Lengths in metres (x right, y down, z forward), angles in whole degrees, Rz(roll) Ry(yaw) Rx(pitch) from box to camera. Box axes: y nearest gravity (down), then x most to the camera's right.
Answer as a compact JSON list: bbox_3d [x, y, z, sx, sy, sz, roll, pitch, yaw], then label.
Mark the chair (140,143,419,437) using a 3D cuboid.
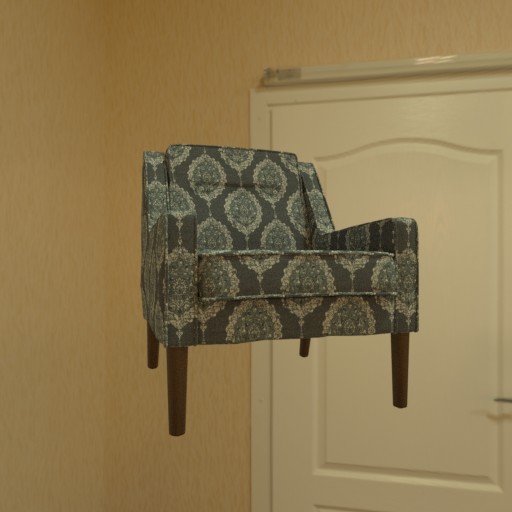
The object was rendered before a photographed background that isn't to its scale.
[{"bbox_3d":[0.000,0.000,1.364,0.663,0.792,0.743,0,0,-18],"label":"chair"}]
